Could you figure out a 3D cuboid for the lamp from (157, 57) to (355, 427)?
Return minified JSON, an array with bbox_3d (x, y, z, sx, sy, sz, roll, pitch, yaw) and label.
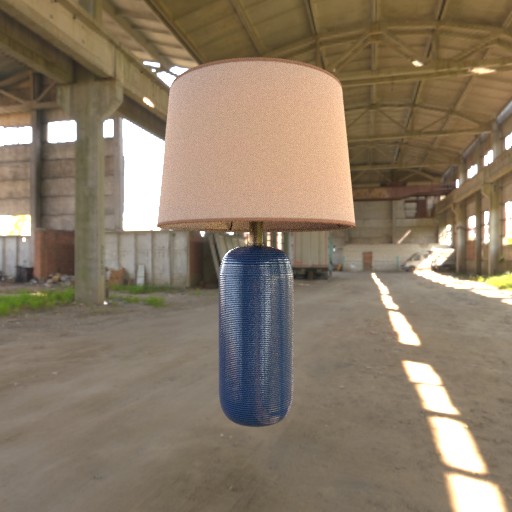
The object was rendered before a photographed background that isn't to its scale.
[{"bbox_3d":[0.000,0.000,0.839,0.367,0.609,0.367,0,0,0],"label":"lamp"}]
